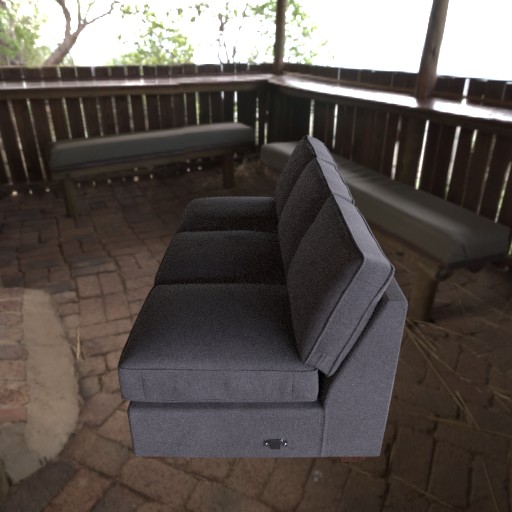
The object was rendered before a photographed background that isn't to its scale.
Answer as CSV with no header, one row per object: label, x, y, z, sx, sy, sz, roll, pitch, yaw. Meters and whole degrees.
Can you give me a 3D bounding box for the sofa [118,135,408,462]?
sofa,0.000,0.000,2.452,1.027,0.973,1.962,0,26,0
